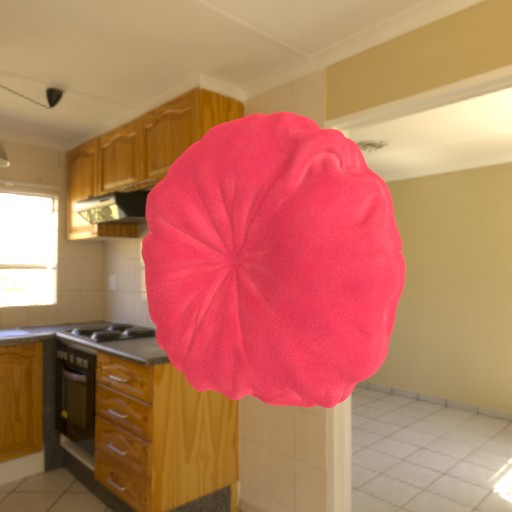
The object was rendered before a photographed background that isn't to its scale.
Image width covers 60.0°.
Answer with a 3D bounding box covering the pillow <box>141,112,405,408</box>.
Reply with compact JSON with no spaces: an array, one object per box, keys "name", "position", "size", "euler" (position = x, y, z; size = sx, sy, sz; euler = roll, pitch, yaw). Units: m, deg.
[{"name":"pillow","position":[0.000,0.000,0.641],"size":[0.428,0.407,0.148],"euler":[-1,-2,36]}]
